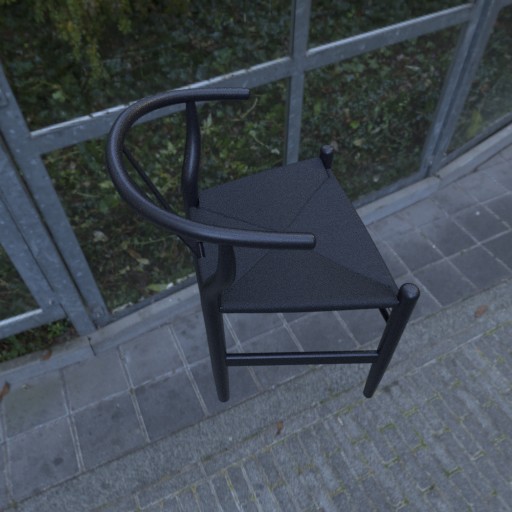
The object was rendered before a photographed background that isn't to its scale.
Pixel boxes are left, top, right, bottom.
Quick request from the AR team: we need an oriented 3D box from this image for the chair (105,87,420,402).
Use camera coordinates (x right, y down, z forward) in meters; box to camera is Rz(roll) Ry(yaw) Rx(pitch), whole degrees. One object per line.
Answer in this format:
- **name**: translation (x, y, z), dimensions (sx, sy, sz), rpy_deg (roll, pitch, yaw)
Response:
- **chair**: translation (0.000, 0.000, 1.131), dimensions (0.579, 0.730, 0.569), rpy_deg (-9, 48, -9)
